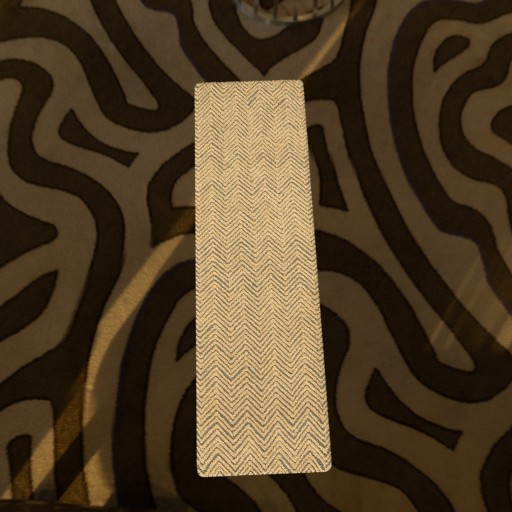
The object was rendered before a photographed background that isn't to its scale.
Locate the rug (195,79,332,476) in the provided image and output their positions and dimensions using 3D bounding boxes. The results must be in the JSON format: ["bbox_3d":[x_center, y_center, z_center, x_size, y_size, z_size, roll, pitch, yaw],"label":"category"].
[{"bbox_3d":[0.000,0.000,2.532,0.686,0.008,2.286,-2,76,-1],"label":"rug"}]
